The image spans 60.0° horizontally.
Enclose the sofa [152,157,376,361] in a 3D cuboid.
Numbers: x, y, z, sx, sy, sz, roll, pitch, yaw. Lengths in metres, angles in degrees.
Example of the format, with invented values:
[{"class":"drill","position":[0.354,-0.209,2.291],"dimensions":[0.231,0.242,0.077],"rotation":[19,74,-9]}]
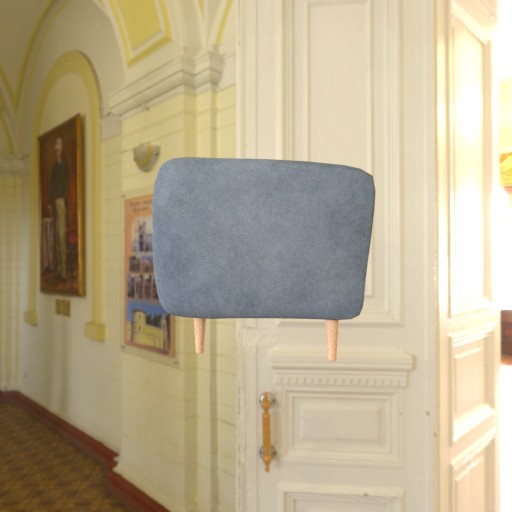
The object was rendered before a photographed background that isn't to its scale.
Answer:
[{"class":"sofa","position":[0.000,0.000,2.526],"dimensions":[0.849,0.795,2.095],"rotation":[0,0,1]}]
